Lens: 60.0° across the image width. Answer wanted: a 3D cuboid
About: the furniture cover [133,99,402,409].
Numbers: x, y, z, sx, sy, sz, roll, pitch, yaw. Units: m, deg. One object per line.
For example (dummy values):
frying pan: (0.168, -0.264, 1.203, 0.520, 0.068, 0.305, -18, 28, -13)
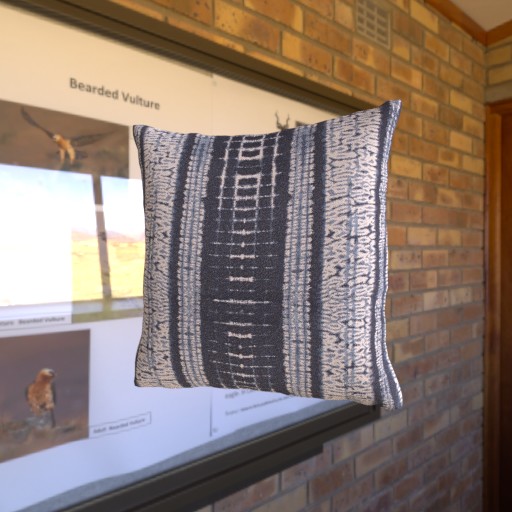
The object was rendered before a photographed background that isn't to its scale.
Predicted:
furniture cover: (0.000, 0.000, 0.676, 0.425, 0.435, 0.133, 0, 1, 16)
